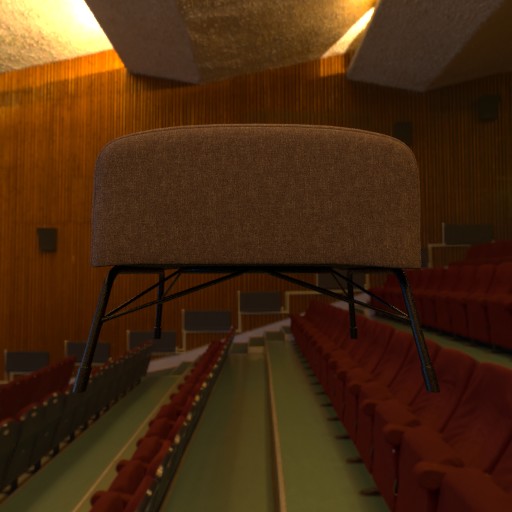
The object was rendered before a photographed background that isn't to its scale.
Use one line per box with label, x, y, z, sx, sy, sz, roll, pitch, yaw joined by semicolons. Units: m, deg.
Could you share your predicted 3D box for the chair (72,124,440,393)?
chair;0.000;0.000;0.903;0.530;0.410;0.530;0;-2;0
